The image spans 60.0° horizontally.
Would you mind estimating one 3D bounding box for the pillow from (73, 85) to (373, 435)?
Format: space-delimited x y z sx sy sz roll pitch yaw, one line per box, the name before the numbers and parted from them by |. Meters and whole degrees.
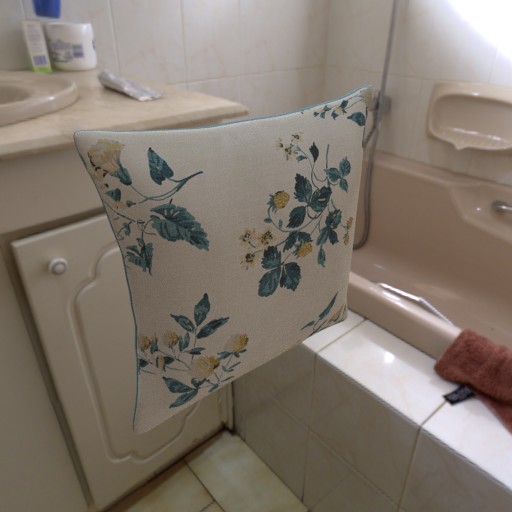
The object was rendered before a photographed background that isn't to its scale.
pillow | 0.000 0.000 0.764 0.526 0.507 0.166 -21 36 -32
